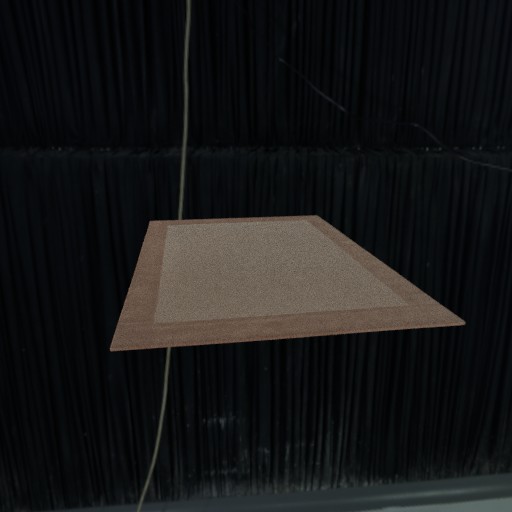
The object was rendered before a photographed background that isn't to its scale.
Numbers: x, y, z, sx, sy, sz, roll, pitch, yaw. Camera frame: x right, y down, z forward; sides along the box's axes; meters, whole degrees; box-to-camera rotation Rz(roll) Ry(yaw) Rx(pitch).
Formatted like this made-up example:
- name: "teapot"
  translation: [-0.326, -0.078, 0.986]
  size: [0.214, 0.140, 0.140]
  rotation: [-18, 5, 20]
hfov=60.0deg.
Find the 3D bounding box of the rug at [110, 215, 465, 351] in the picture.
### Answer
- name: "rug"
  translation: [0.000, 0.000, 2.346]
  size: [1.219, 0.014, 1.829]
  rotation: [-3, 17, -9]
